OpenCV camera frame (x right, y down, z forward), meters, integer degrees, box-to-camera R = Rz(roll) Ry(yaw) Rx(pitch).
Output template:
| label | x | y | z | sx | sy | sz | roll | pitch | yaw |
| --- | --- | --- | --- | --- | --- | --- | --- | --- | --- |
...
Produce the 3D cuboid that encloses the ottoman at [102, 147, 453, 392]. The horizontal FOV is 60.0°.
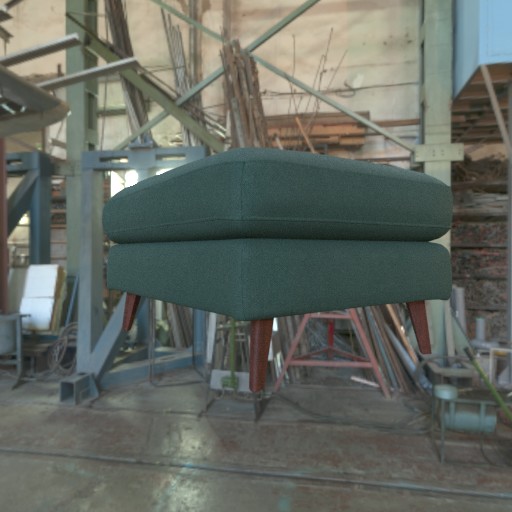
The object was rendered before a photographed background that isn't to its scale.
| label | x | y | z | sx | sy | sz | roll | pitch | yaw |
| --- | --- | --- | --- | --- | --- | --- | --- | --- | --- |
| ottoman | 0.000 | 0.000 | 1.179 | 0.608 | 0.449 | 0.811 | 0 | 1 | -34 |
